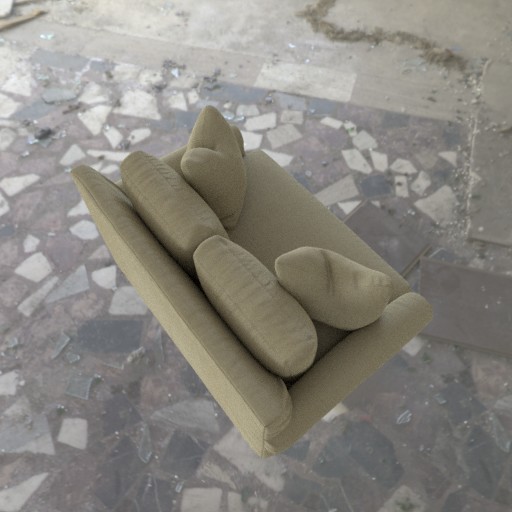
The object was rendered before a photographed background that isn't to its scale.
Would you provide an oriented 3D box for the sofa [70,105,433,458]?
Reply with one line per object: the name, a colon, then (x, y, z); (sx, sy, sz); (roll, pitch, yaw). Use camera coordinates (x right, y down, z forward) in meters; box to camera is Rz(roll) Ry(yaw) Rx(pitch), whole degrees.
sofa: (0.000, 0.000, 2.195); (1.070, 0.905, 1.550); (-34, 64, -19)
